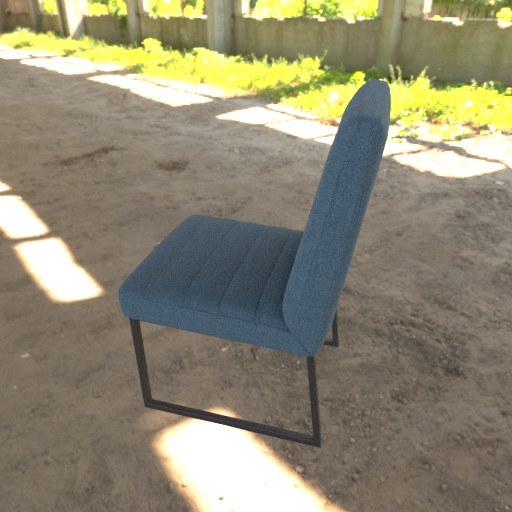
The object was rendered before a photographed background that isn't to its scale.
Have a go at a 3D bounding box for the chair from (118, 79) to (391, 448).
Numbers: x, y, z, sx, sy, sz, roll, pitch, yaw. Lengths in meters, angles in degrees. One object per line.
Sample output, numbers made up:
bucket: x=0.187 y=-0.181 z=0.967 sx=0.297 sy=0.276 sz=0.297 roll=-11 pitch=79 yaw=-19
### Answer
chair: x=0.000 y=0.000 z=1.288 sx=0.634 sy=0.930 sz=0.520 roll=8 pitch=30 yaw=13
